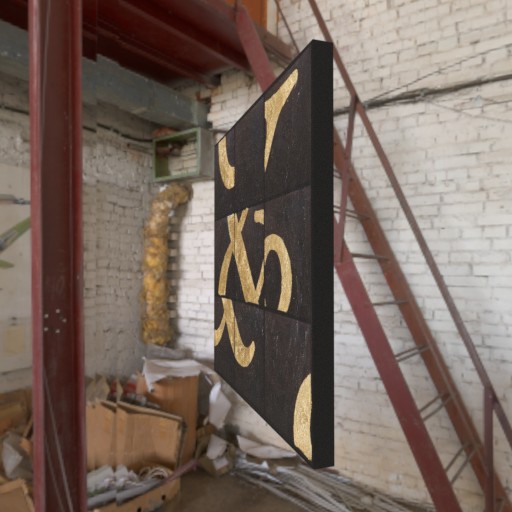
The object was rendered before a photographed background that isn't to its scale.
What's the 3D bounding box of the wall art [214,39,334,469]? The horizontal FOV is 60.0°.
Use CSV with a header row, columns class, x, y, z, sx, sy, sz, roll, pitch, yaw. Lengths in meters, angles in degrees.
class,x,y,z,sx,sy,sz,roll,pitch,yaw
wall art,0.000,0.000,1.145,0.044,0.758,0.758,0,-1,-19
